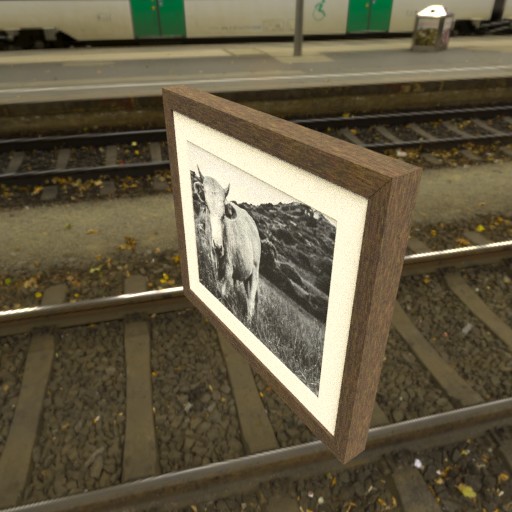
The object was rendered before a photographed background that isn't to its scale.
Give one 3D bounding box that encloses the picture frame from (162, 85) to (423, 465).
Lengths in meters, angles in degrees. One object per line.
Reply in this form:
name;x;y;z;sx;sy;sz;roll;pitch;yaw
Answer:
picture frame;0.000;0.000;0.534;0.033;0.330;0.378;-20;37;-29
